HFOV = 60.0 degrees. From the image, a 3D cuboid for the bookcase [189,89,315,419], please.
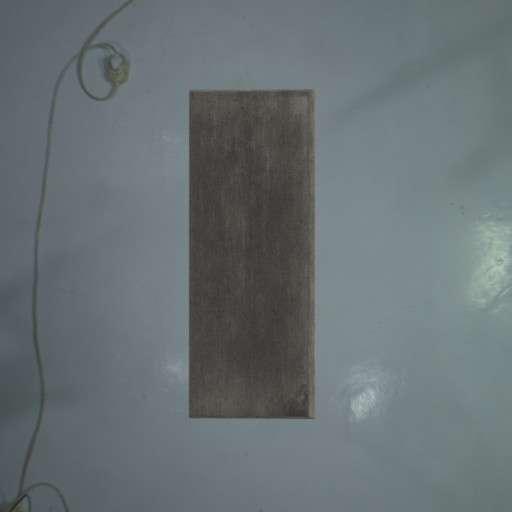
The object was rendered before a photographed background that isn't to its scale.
[{"bbox_3d":[0.000,0.000,2.144,0.348,1.880,0.906,0,90,1],"label":"bookcase"}]
